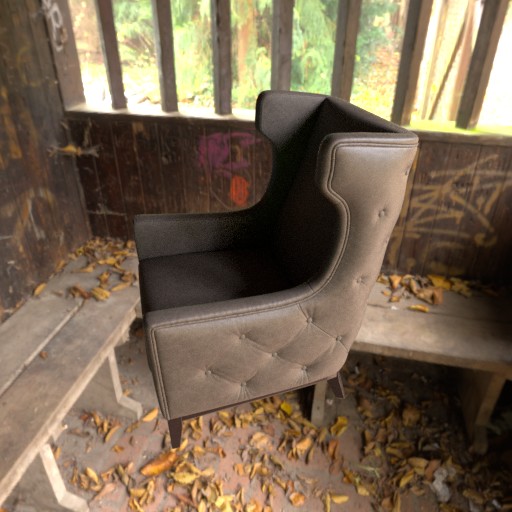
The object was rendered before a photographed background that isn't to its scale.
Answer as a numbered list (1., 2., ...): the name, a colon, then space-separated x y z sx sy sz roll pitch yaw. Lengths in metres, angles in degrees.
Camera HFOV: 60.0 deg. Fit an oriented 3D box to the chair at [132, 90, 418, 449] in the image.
1. chair: 0.000 0.000 1.692 0.899 1.079 0.769 -8 32 -14
